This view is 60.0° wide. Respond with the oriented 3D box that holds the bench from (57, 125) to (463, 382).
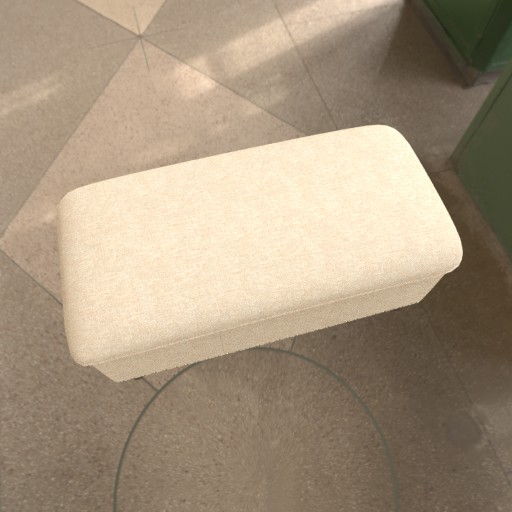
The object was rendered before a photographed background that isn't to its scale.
[{"bbox_3d":[0.000,0.000,1.273,0.991,0.483,0.483,-14,63,-7],"label":"bench"}]
